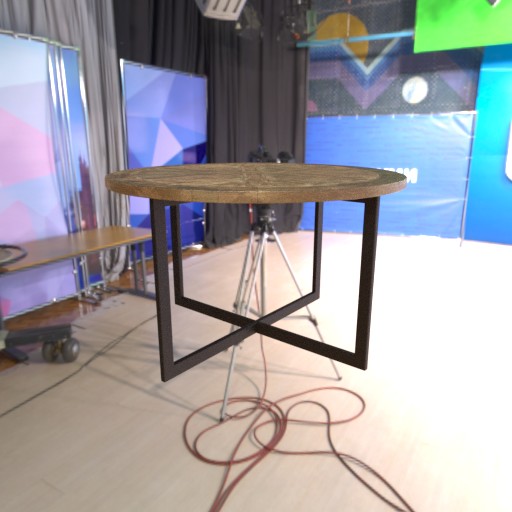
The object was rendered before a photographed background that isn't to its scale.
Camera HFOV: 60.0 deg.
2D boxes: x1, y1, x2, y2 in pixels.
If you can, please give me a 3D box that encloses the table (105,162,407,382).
[{"bbox_3d":[0.000,0.000,2.050,1.264,0.762,1.264,0,16,0],"label":"table"}]
